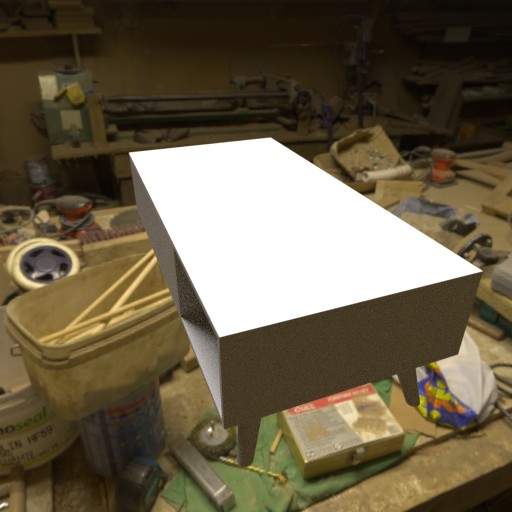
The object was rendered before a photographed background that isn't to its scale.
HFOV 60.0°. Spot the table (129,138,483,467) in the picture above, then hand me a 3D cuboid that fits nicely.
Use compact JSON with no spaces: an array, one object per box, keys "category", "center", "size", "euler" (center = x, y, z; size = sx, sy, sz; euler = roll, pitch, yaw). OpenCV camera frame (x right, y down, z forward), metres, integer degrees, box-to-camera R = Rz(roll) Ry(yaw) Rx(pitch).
[{"category":"table","center":[0.000,0.000,1.471],"size":[0.609,0.432,1.194],"euler":[-11,32,-19]}]
